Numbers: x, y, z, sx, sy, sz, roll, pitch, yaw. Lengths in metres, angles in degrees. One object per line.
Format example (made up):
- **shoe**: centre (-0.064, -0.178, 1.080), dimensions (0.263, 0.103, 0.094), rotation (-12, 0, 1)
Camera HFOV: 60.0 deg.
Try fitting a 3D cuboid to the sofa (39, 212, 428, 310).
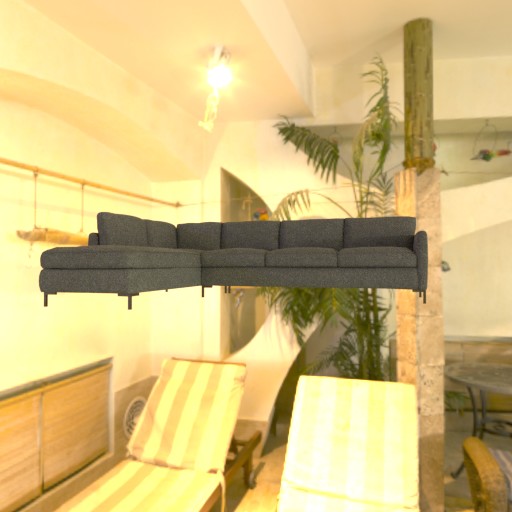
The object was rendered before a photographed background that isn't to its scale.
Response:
- **sofa**: centre (0.000, 0.000, 3.958), dimensions (2.949, 0.815, 2.007), rotation (0, -1, 17)
